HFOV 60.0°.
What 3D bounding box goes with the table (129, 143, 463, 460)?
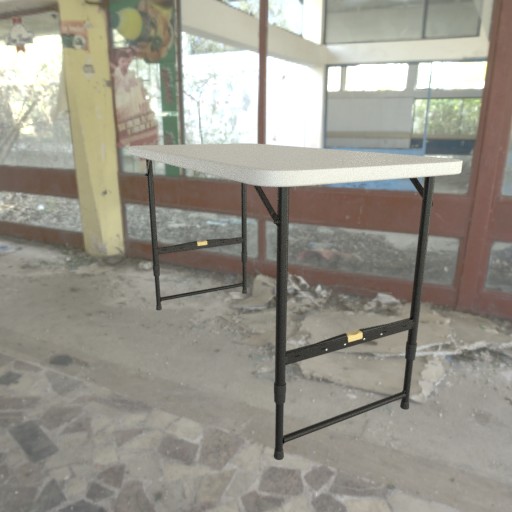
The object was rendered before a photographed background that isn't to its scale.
[{"bbox_3d":[0.000,0.000,1.596,0.610,0.737,1.219,-9,19,-27],"label":"table"}]
